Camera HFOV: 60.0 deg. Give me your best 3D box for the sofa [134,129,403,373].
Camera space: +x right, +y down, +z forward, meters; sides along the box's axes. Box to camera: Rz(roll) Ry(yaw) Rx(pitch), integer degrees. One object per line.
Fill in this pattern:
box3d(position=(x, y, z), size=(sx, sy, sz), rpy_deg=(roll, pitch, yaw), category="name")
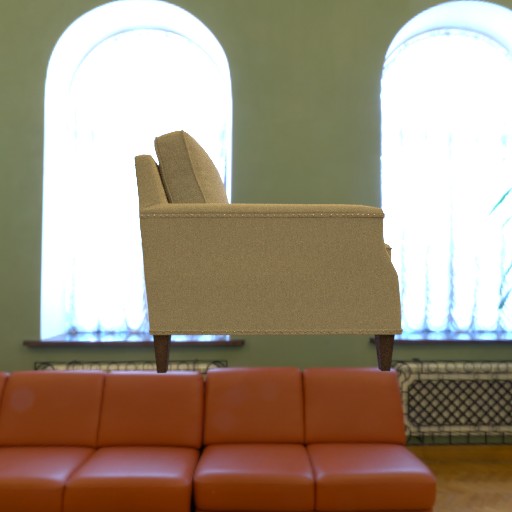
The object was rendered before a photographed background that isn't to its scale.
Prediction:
box3d(position=(0.000, 0.000, 2.829), size=(1.084, 1.003, 2.246), rpy_deg=(0, -2, -2), category="sofa")
